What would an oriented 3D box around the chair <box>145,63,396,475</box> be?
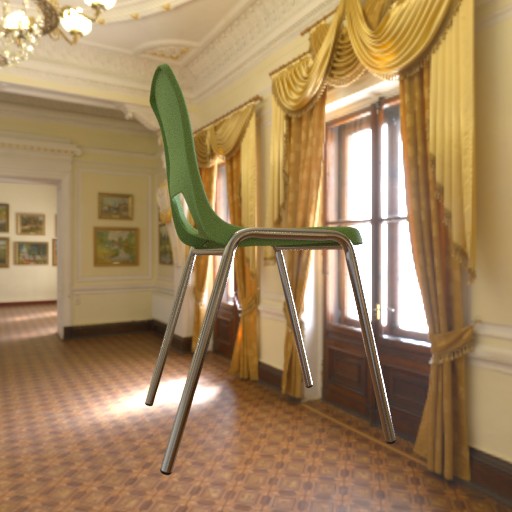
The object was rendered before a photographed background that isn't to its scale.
[{"bbox_3d":[0.000,0.000,0.940,0.436,0.704,0.381,0,1,-18],"label":"chair"}]
